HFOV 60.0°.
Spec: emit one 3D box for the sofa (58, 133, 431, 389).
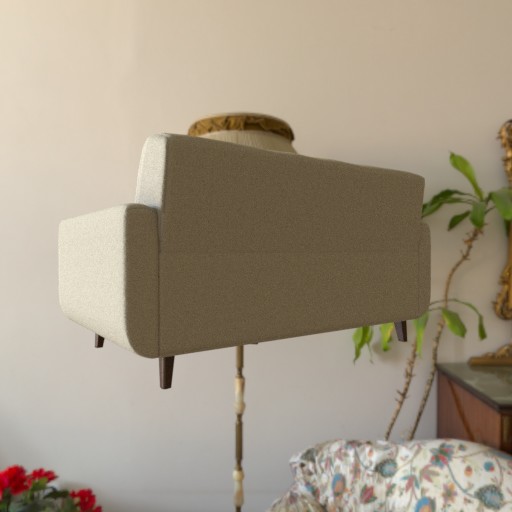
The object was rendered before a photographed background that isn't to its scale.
[{"bbox_3d":[0.000,0.000,2.217,1.655,0.892,0.980,-1,1,-36],"label":"sofa"}]
